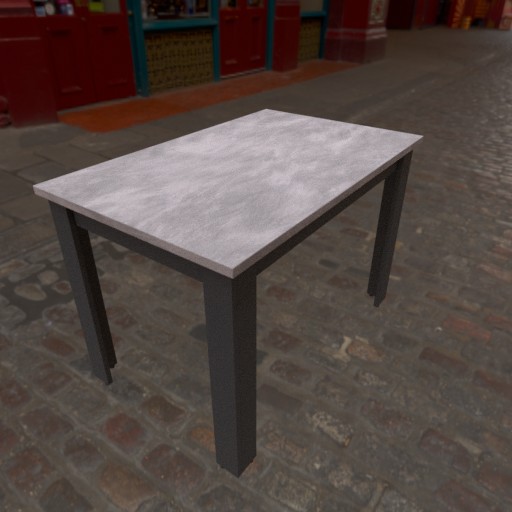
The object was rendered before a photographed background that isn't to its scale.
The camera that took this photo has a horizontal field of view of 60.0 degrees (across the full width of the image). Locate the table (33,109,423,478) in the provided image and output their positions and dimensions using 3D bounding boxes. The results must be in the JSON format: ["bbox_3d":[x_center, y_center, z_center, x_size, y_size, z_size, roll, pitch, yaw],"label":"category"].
[{"bbox_3d":[0.000,0.000,1.597,0.700,0.734,1.100,21,37,30],"label":"table"}]
